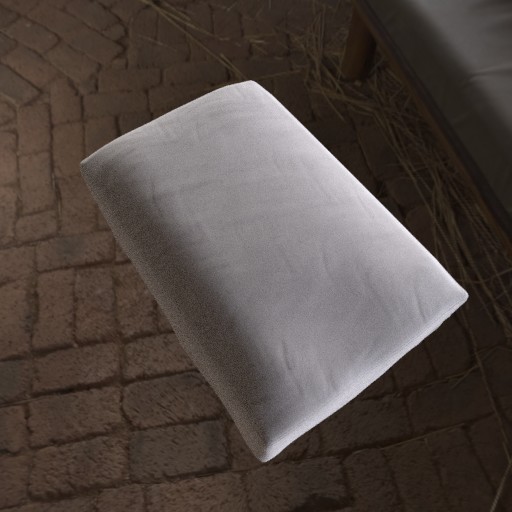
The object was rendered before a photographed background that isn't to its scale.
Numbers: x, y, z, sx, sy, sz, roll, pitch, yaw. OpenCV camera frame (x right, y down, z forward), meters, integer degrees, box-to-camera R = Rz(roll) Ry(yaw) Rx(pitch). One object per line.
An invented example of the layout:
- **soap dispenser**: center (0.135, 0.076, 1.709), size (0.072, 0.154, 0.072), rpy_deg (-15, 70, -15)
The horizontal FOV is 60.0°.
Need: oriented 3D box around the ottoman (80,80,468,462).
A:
- **ottoman**: center (0.000, 0.000, 1.211), size (0.590, 0.444, 0.872), rpy_deg (-32, 67, -15)
